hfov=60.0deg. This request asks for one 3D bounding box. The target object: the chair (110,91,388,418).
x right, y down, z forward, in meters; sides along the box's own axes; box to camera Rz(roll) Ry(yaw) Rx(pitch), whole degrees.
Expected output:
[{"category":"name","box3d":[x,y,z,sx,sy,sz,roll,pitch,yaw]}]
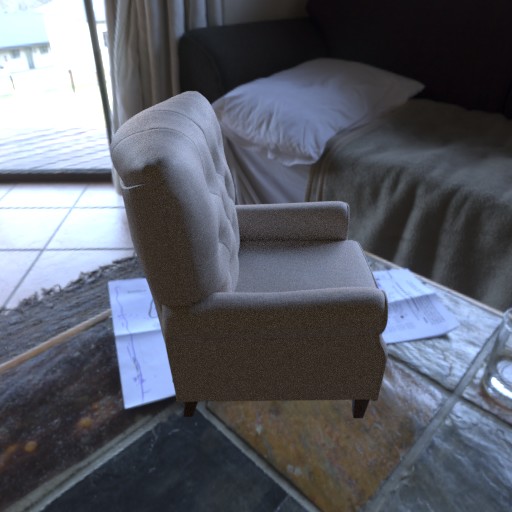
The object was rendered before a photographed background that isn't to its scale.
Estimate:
[{"category":"chair","box3d":[0.000,0.000,1.887,1.025,1.209,0.942,0,32,0]}]
